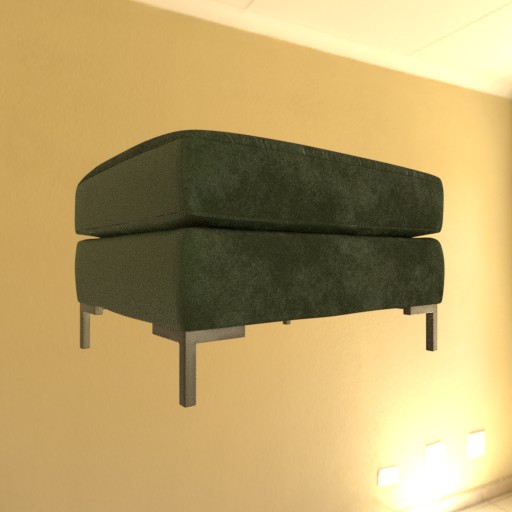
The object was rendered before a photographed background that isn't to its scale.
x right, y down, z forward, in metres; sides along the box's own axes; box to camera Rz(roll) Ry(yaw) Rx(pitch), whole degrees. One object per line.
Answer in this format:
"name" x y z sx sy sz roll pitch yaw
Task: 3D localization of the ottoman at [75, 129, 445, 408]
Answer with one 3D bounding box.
"ottoman" 0.000 0.000 1.279 0.839 0.538 0.701 0 0 -37
